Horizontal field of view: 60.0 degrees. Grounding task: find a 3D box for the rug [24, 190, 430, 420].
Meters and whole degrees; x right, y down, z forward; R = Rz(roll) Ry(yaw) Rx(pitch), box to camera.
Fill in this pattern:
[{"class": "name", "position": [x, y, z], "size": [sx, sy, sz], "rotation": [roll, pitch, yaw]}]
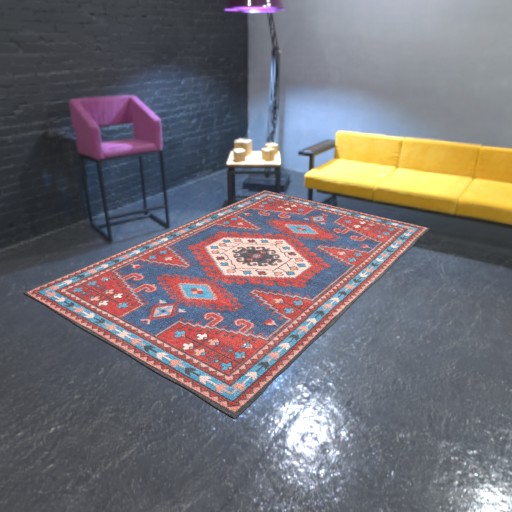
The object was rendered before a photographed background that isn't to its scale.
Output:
[{"class": "rug", "position": [0.000, 0.000, 2.278], "size": [1.207, 0.012, 1.820], "rotation": [18, 32, 32]}]
